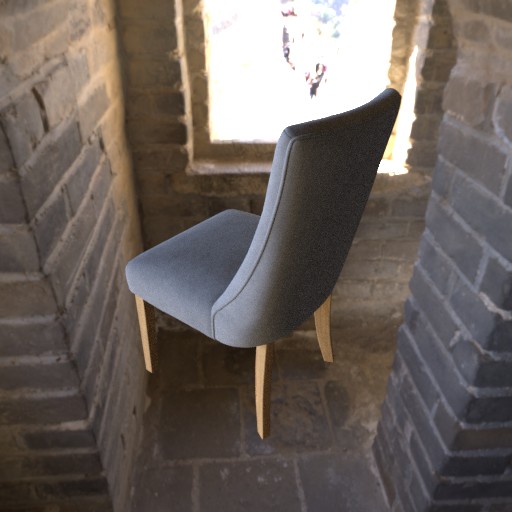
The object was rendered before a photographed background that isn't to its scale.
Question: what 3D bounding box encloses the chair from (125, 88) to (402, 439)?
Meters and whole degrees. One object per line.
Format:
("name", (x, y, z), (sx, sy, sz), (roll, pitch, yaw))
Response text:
("chair", (0.000, 0.000, 1.262), (0.610, 0.902, 0.495), (21, 37, 31))
